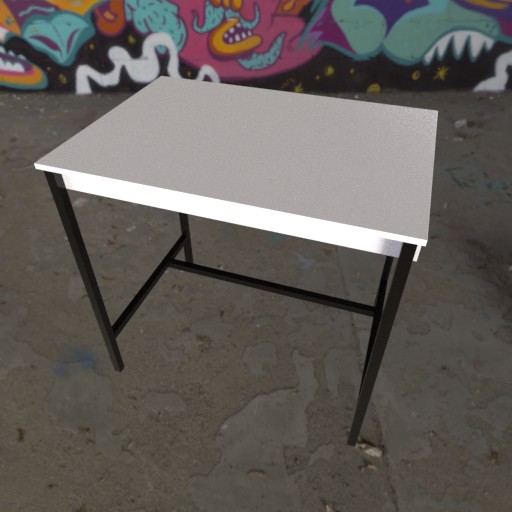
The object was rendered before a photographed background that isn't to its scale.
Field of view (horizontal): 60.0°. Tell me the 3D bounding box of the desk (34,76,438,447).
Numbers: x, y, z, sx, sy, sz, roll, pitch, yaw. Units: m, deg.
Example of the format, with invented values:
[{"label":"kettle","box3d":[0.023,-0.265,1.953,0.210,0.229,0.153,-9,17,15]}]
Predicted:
[{"label":"desk","box3d":[0.000,0.000,1.307,0.811,0.766,0.573,13,42,14]}]
